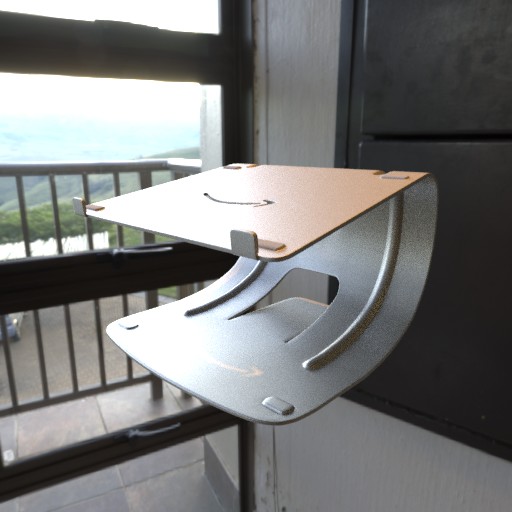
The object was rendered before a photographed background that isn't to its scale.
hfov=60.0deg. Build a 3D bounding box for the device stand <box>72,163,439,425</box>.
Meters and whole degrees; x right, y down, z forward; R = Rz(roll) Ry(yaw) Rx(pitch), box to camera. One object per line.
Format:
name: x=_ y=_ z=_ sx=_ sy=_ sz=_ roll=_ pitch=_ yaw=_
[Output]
device stand: x=0.000 y=0.000 z=0.412 sx=0.256 sy=0.155 sz=0.236 roll=14 pitch=20 yaw=42
